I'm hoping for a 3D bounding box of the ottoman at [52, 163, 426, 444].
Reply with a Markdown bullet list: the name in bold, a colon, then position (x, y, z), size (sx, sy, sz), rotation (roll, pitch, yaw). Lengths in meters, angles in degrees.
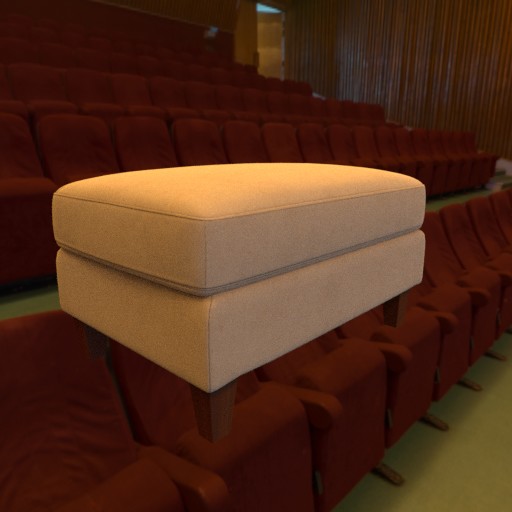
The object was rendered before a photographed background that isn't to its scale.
- **ottoman**: position (0.000, 0.000, 1.194), size (0.584, 0.483, 0.864), rotation (13, 19, 42)
